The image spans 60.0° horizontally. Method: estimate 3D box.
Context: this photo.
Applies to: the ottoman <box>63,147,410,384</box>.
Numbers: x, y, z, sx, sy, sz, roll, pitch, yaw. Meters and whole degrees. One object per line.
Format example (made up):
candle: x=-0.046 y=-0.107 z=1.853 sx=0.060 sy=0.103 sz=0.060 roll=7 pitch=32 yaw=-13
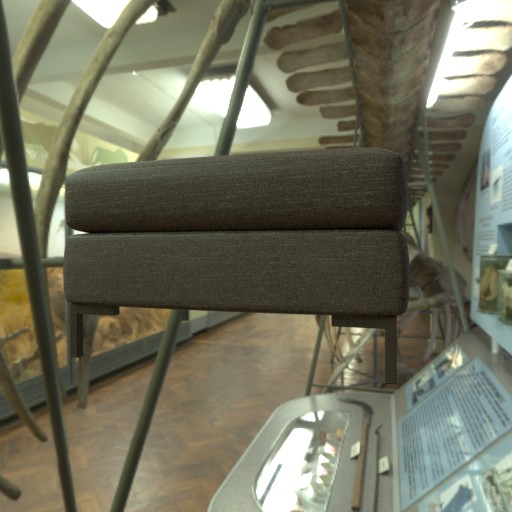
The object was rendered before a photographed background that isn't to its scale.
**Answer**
ottoman: x=0.000 y=0.000 z=1.269 sx=0.820 sy=0.490 sz=0.671 roll=0 pitch=1 yaw=17
